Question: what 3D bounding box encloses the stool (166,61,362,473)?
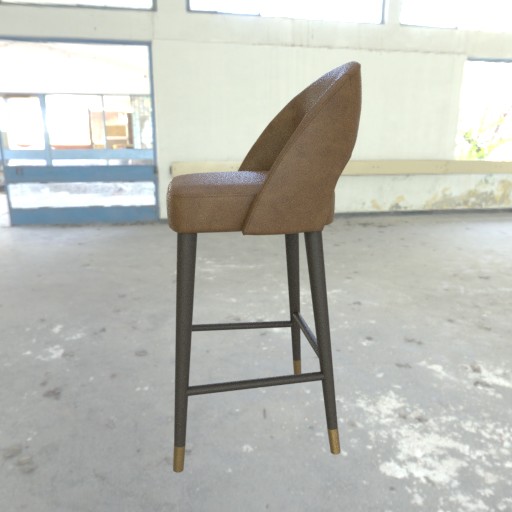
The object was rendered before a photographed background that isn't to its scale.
[{"bbox_3d":[0.000,0.000,1.278,0.509,1.037,0.494,-2,15,-9],"label":"stool"}]
